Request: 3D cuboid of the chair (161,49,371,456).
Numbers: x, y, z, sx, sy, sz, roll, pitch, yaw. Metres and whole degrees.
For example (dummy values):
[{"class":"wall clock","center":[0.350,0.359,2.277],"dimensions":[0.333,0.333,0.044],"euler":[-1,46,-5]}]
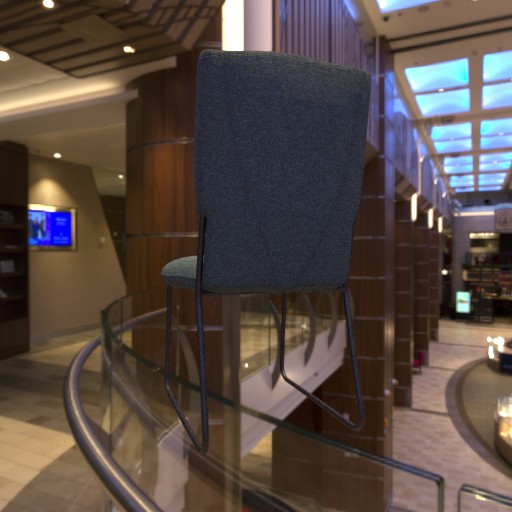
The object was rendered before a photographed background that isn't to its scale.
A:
[{"class":"chair","center":[0.000,0.000,1.294],"dimensions":[0.480,0.931,0.635],"euler":[0,1,-20]}]
